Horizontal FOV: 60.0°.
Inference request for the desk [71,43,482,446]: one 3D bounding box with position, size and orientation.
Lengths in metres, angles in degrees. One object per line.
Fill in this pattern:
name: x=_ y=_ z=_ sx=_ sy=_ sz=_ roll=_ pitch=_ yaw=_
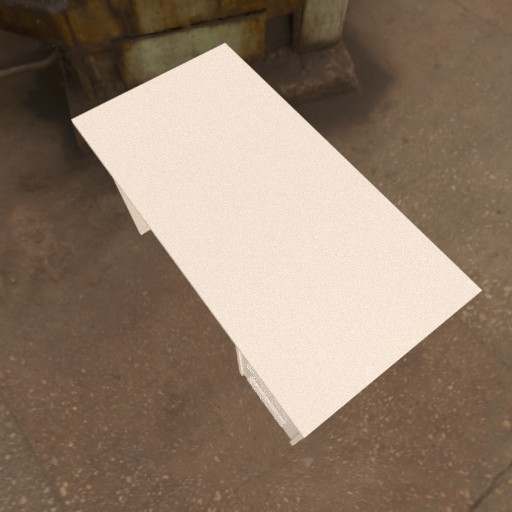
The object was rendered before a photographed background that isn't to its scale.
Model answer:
desk: x=0.000 y=0.000 z=1.532 sx=0.560 sy=0.735 sz=1.097 roll=-34 pitch=68 yaw=-15
